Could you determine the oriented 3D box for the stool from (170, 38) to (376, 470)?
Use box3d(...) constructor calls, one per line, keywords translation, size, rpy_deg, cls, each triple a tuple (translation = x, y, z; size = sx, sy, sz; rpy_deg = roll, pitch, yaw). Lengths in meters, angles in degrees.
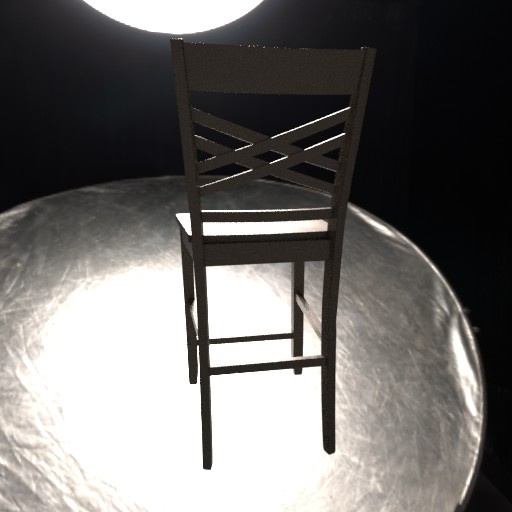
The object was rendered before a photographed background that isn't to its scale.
box3d(translation=(0.000, 0.000, 1.334), size=(0.462, 1.079, 0.539), rpy_deg=(-2, 14, -10), cls="stool")
